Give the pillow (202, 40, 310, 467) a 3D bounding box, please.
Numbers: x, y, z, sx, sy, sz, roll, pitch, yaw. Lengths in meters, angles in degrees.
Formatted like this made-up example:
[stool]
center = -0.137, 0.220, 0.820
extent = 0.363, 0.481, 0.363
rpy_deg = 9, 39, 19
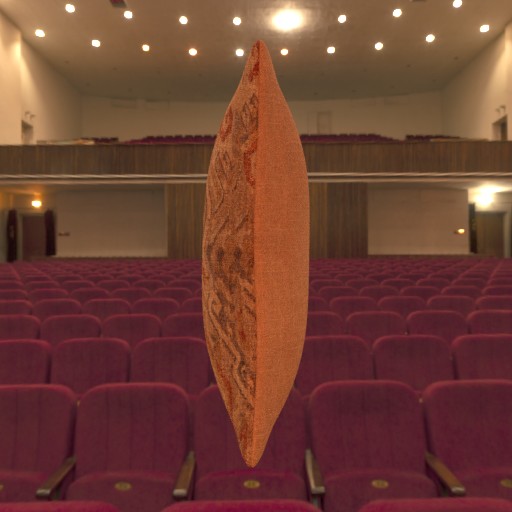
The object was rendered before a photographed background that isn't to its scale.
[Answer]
[pillow]
center = 0.000, 0.000, 0.780
extent = 0.166, 0.506, 0.523
rpy_deg = 0, -1, 0
